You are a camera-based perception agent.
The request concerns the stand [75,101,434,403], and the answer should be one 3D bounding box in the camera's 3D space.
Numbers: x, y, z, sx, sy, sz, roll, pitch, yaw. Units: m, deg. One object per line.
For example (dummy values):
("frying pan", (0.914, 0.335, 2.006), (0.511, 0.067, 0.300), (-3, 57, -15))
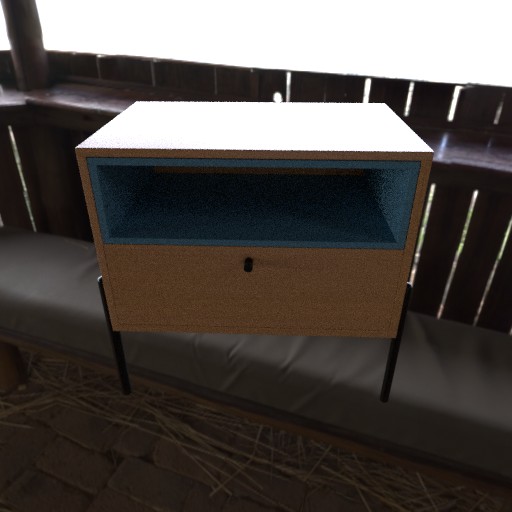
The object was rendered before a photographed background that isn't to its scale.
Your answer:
("stand", (0.000, 0.000, 1.018), (0.630, 0.600, 0.400), (1, 30, 2))
